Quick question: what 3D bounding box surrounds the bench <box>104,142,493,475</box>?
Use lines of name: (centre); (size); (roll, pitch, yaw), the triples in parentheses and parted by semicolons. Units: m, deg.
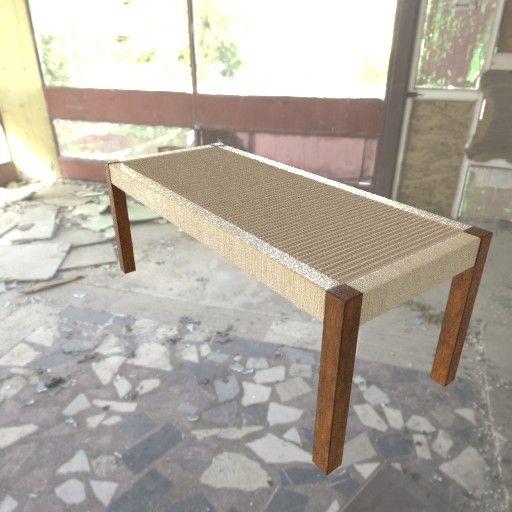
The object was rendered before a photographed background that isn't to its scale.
bench: (0.000, 0.000, 1.444); (0.507, 0.457, 1.198); (-19, 32, -32)
